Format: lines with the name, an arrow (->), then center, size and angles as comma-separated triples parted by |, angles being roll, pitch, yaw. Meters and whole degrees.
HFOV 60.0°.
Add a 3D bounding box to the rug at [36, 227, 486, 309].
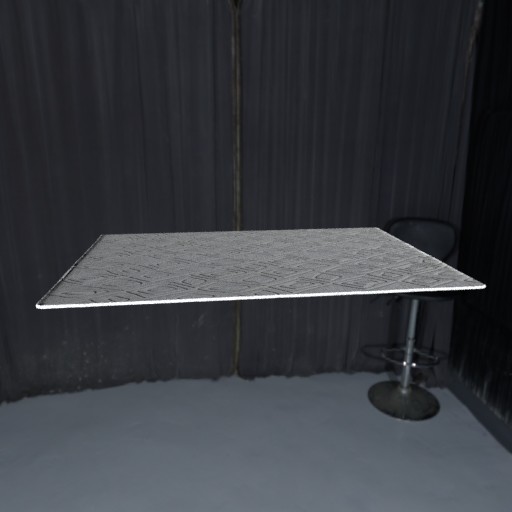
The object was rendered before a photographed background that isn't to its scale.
rug -> 0.000, 0.000, 2.357 | 1.832, 0.016, 1.224 | -2, 16, -7
